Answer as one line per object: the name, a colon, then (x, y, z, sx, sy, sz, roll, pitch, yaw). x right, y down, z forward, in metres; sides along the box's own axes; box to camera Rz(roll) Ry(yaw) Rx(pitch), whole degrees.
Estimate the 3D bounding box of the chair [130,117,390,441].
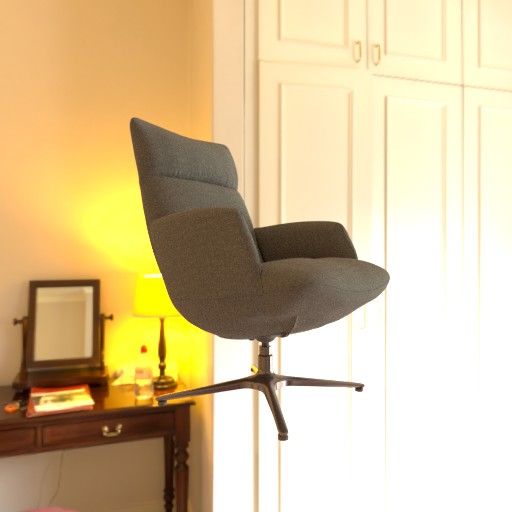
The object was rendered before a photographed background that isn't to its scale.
chair: (0.000, 0.000, 1.567, 0.831, 0.984, 0.702, 0, 0, 36)
